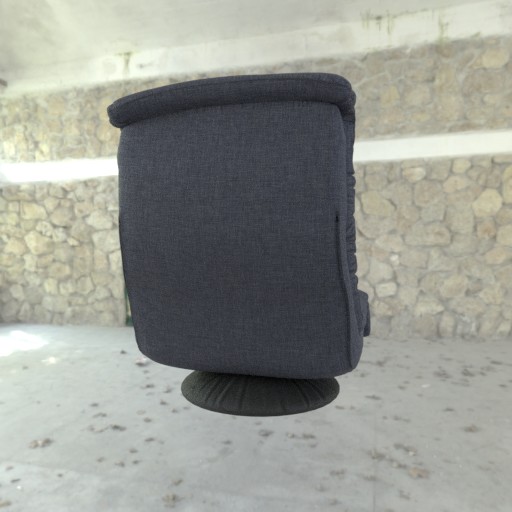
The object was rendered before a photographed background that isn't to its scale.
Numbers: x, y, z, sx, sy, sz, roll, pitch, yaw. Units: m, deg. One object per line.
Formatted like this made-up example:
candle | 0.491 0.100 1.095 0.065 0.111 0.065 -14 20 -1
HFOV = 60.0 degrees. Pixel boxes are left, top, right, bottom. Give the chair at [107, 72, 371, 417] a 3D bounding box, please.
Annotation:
chair | 0.000 0.000 1.224 0.597 0.749 0.668 0 0 16
